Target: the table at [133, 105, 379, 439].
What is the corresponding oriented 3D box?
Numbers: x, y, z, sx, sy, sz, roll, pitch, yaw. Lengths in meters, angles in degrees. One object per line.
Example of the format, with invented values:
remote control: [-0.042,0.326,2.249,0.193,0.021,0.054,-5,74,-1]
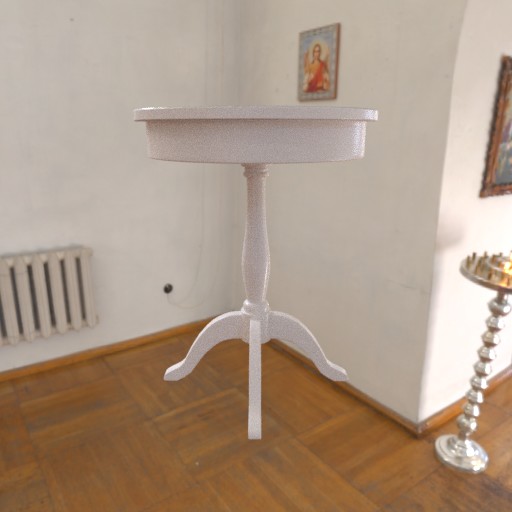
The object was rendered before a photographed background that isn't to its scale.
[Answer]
table: [0.000,0.000,1.048,0.513,0.653,0.513,0,16,0]
